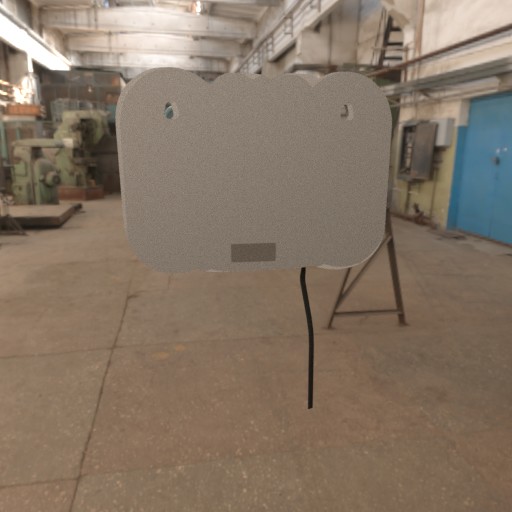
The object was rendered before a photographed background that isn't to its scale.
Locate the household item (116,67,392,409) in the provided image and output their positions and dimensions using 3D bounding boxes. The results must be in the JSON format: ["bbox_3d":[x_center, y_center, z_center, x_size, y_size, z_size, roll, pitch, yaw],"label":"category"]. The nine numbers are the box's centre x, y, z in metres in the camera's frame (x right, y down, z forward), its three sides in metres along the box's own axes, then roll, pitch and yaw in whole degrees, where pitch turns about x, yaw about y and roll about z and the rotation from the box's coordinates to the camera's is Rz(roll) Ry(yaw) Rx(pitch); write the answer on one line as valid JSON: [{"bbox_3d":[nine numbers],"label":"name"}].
[{"bbox_3d":[0.000,0.000,0.382,0.211,0.294,0.042,-2,14,-8],"label":"household item"}]
